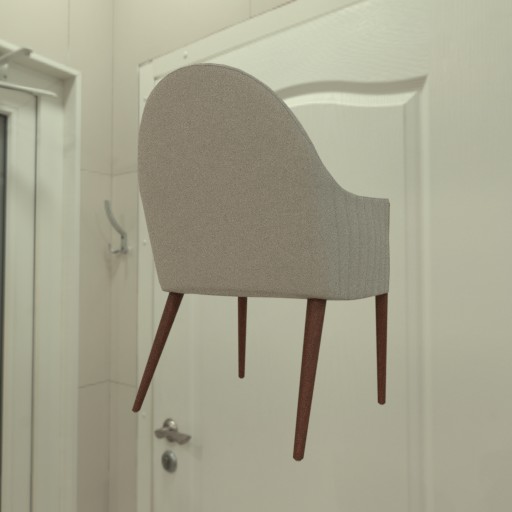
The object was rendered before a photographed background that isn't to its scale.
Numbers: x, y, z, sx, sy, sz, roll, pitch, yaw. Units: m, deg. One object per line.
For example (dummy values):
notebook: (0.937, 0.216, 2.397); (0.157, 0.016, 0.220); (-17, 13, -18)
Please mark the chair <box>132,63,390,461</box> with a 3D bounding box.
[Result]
chair: (0.000, 0.000, 1.287); (0.610, 0.889, 0.620); (-1, -2, 36)
